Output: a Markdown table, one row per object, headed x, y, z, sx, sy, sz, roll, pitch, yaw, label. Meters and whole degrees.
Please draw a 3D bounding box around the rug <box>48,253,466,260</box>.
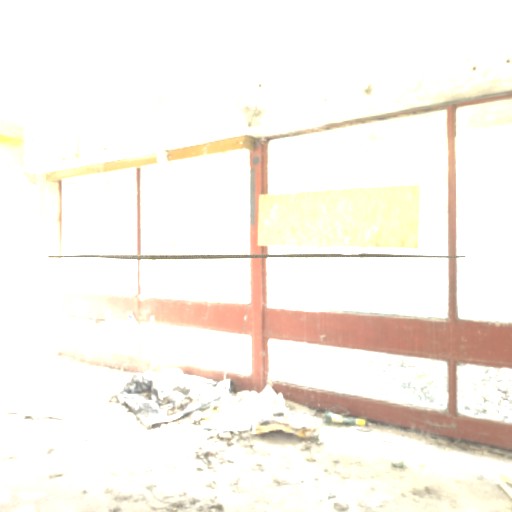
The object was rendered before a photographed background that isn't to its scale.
| x | y | z | sx | sy | sz | roll | pitch | yaw | label |
| --- | --- | --- | --- | --- | --- | --- | --- | --- | --- |
| 0.000 | 0.000 | 4.242 | 3.202 | 0.045 | 2.434 | 0 | 0 | -36 | rug |
